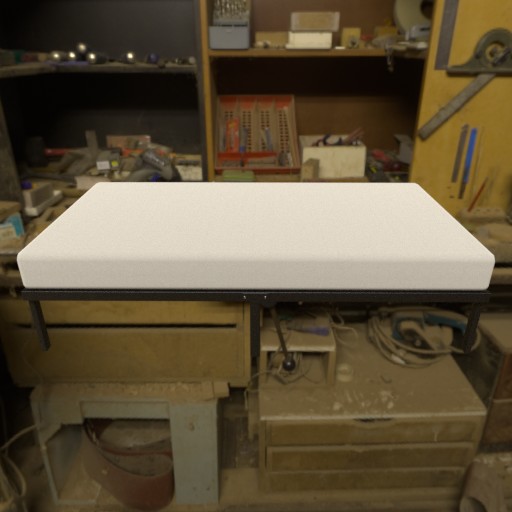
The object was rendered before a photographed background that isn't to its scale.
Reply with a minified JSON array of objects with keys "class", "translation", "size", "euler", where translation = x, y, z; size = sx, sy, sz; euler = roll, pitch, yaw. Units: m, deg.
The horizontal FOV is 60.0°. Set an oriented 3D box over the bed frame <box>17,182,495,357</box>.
[{"class":"bed frame","translation":[0.000,0.000,3.141],"size":[2.635,0.680,1.393],"euler":[0,26,0]}]
